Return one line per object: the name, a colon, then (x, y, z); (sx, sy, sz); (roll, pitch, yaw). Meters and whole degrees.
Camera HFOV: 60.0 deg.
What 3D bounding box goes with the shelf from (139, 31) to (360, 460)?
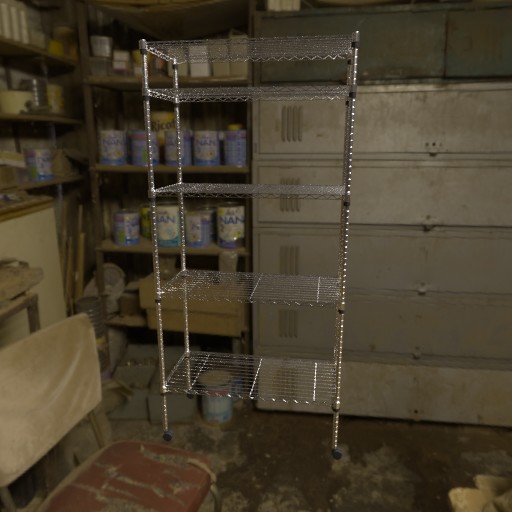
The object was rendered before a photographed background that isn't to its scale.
shelf: (0.000, 0.000, 1.823); (0.762, 1.587, 0.356); (2, 15, 9)
